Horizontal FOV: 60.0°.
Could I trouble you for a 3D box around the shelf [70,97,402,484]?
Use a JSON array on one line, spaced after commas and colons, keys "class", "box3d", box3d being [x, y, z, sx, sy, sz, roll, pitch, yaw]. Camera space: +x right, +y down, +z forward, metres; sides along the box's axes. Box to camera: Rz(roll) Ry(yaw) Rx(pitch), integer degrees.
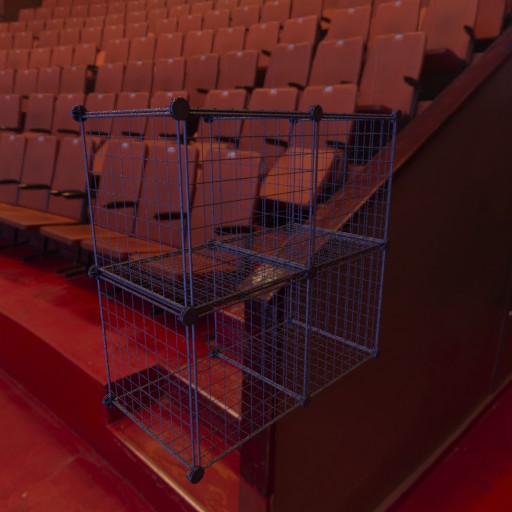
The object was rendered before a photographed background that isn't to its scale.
[{"class": "shelf", "box3d": [0.000, 0.000, 1.117, 0.356, 0.711, 0.711, 16, 22, 43]}]
